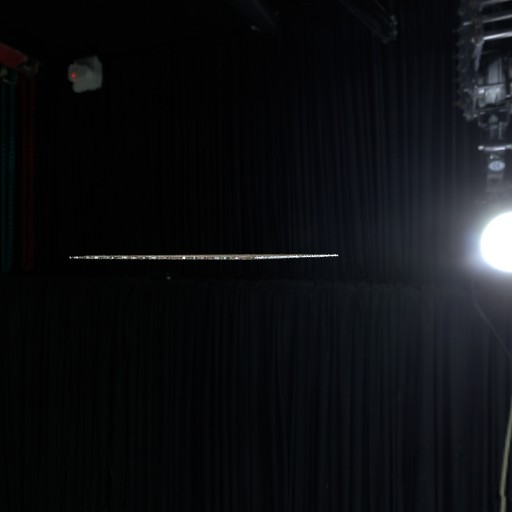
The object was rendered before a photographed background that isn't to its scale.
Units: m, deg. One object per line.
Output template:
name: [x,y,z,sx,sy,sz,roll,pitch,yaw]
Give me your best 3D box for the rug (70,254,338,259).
rug: [0.000,0.000,2.924,0.762,0.011,2.664,0,0,18]
